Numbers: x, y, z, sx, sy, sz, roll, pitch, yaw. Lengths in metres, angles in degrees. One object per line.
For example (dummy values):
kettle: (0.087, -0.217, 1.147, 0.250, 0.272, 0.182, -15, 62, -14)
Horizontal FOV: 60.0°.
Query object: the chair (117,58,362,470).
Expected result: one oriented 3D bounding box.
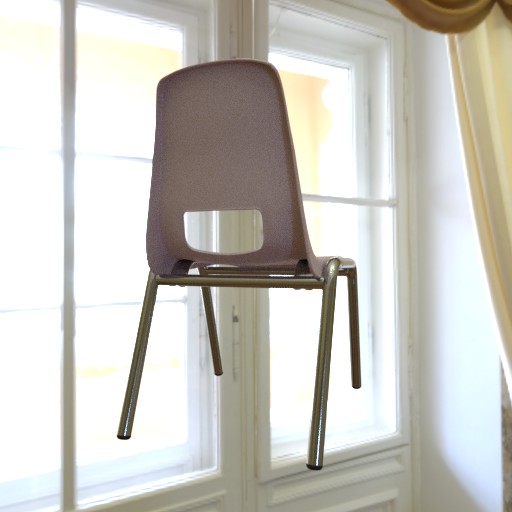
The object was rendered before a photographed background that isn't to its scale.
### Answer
chair: (0.000, 0.000, 0.845, 0.354, 0.586, 0.423, 0, 0, 19)
